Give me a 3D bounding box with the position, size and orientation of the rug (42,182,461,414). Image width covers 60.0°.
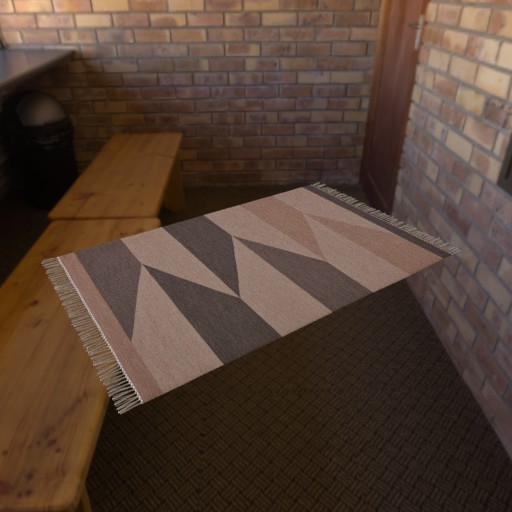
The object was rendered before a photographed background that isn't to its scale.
[{"bbox_3d":[0.000,0.000,2.467,2.021,0.027,1.224,-20,37,-29],"label":"rug"}]
